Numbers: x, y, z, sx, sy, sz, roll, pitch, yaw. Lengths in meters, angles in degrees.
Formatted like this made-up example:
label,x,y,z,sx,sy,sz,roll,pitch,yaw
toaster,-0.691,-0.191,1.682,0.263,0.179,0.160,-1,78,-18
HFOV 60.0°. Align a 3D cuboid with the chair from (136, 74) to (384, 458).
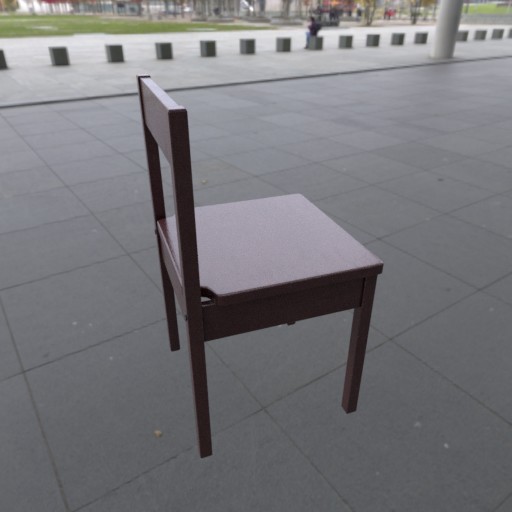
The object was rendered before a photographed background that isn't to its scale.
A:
label,x,y,z,sx,sy,sz,roll,pitch,yaw
chair,0.000,0.000,0.909,0.361,0.668,0.367,-10,31,-17
